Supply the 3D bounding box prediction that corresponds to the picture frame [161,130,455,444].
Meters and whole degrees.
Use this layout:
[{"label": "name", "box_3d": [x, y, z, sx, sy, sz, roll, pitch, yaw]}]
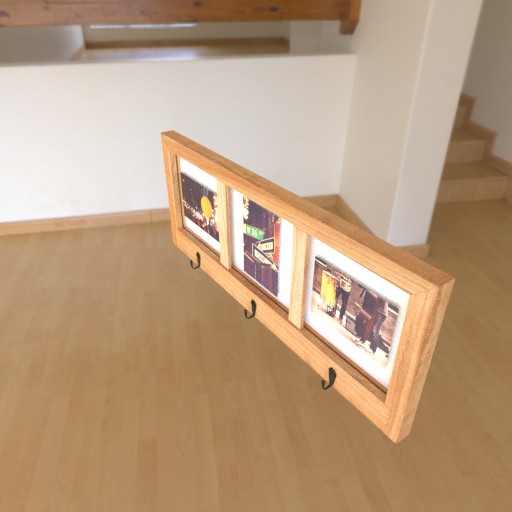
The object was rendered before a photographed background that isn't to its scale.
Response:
[{"label": "picture frame", "box_3d": [0.000, 0.000, 0.670, 0.045, 0.234, 0.582, -21, 38, -30]}]
